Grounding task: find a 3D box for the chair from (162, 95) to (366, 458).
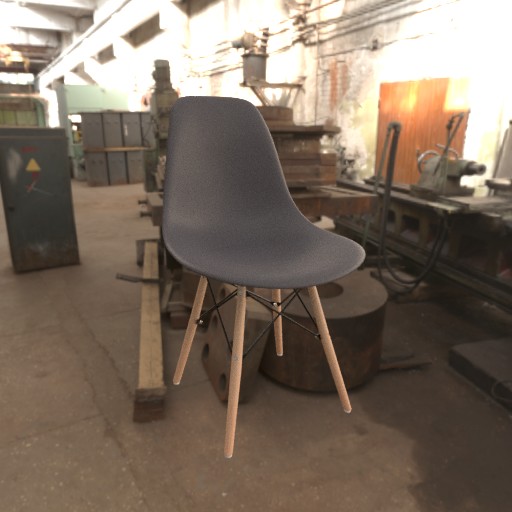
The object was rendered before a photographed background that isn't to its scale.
[{"bbox_3d":[0.000,0.000,1.165,0.470,0.826,0.533,-8,18,-28],"label":"chair"}]
